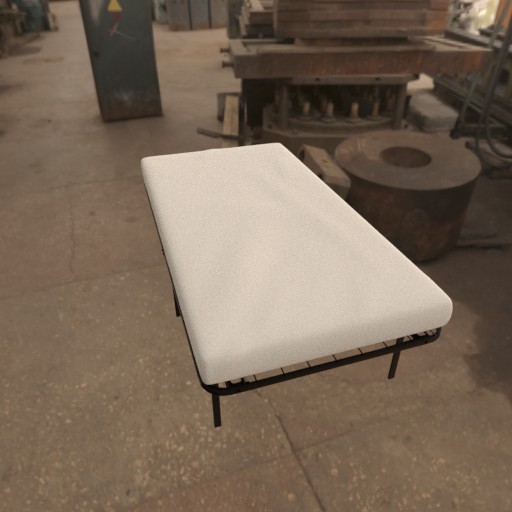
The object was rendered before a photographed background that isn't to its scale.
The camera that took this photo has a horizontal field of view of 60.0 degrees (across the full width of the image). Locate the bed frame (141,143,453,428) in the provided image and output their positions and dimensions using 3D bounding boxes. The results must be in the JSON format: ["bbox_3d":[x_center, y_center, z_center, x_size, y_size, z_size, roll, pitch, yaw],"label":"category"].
[{"bbox_3d":[0.000,0.000,2.424,0.989,0.619,1.903,-10,35,-15],"label":"bed frame"}]
